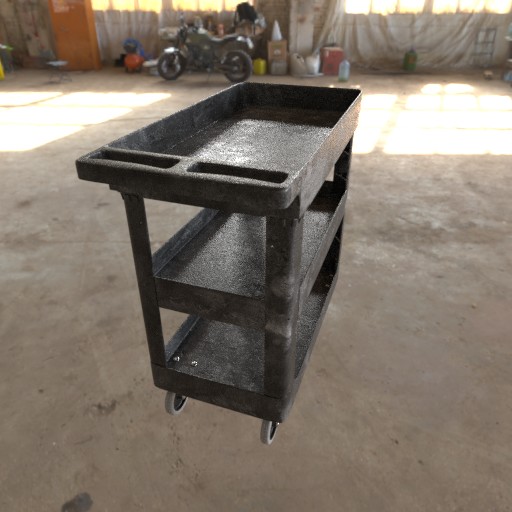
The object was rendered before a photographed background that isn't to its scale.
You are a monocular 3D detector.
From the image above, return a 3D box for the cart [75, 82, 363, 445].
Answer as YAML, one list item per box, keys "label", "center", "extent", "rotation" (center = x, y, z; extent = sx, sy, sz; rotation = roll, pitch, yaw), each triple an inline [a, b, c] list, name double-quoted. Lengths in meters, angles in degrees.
- label: "cart"
  center: [0.000, 0.000, 1.326]
  extent: [0.420, 0.824, 0.877]
  rotation: [11, 33, 17]
